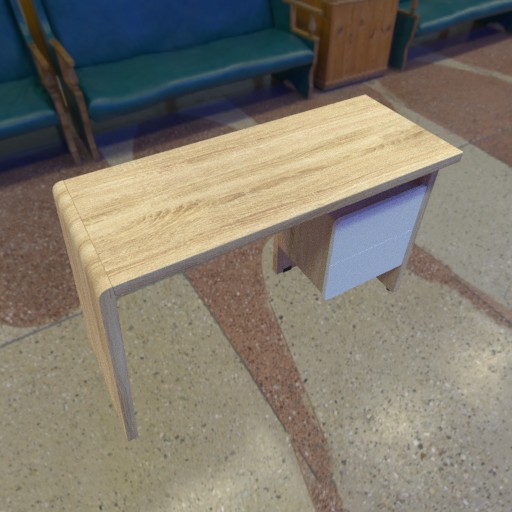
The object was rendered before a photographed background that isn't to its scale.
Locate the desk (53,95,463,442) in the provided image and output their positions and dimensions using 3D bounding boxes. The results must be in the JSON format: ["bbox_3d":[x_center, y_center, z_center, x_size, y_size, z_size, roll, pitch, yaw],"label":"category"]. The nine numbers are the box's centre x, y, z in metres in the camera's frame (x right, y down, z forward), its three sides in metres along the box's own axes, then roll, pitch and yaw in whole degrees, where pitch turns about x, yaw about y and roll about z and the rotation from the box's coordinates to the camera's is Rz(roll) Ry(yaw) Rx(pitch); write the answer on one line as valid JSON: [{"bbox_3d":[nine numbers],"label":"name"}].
[{"bbox_3d":[0.000,0.000,1.650,1.300,0.750,0.500,-22,49,-21],"label":"desk"}]
